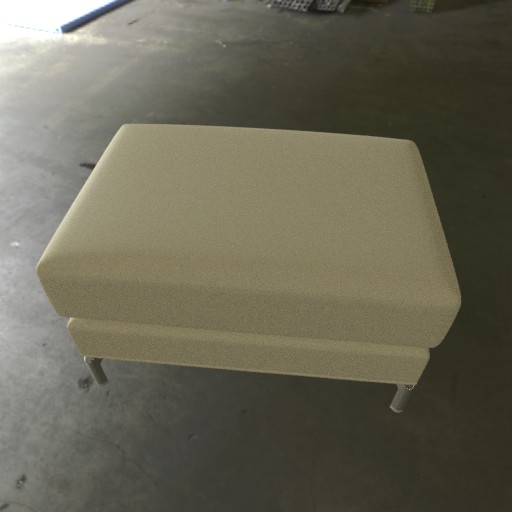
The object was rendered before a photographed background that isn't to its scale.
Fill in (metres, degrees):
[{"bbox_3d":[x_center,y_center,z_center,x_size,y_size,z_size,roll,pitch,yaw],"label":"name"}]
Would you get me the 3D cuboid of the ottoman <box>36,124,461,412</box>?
[{"bbox_3d":[0.000,0.000,1.176,0.835,0.497,0.581,4,46,4],"label":"ottoman"}]
